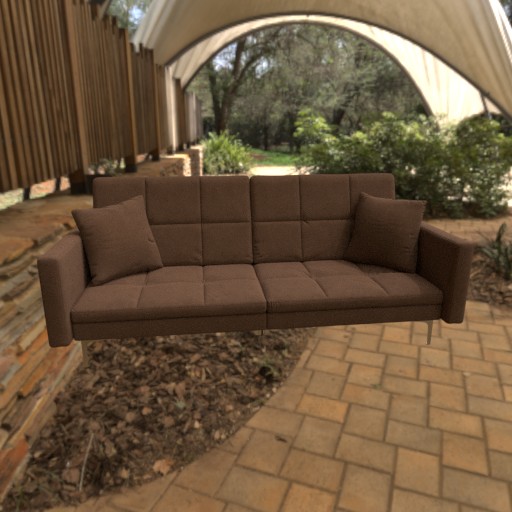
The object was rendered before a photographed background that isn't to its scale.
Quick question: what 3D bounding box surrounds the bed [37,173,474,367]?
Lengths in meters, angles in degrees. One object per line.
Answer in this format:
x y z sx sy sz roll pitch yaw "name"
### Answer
0.000 0.000 2.357 1.905 0.787 0.889 -2 17 -7 "bed"
